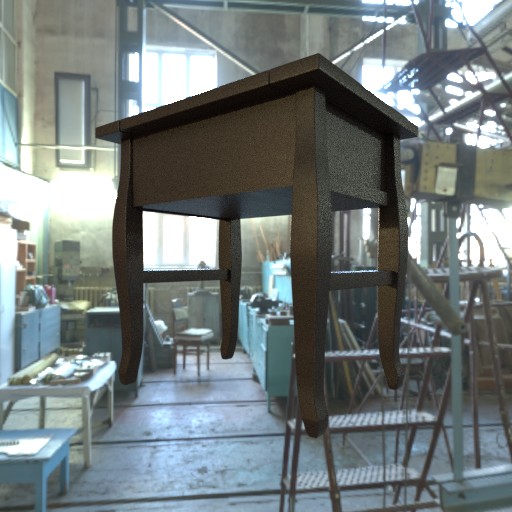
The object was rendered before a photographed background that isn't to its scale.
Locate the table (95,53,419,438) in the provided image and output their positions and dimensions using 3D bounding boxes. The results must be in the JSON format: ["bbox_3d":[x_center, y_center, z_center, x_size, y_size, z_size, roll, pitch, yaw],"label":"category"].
[{"bbox_3d":[0.000,0.000,1.031,0.602,0.605,0.460,-1,-1,38],"label":"table"}]
